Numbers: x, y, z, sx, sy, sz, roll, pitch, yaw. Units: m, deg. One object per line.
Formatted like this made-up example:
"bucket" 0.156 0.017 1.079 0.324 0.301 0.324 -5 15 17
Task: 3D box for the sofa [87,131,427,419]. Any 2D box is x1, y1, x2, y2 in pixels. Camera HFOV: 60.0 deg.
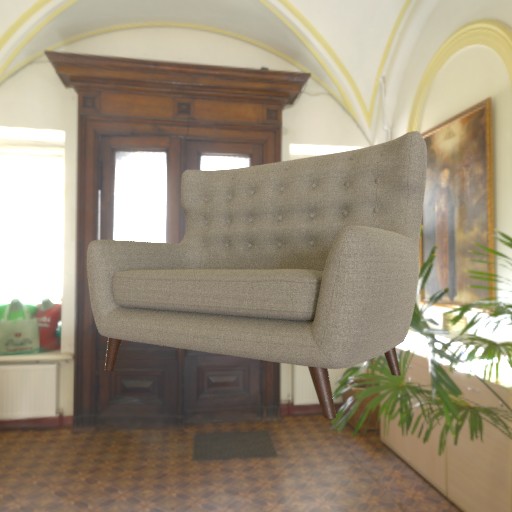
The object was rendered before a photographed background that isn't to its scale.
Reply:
"sofa" 0.000 0.000 2.002 1.386 1.028 0.884 -1 -2 35
